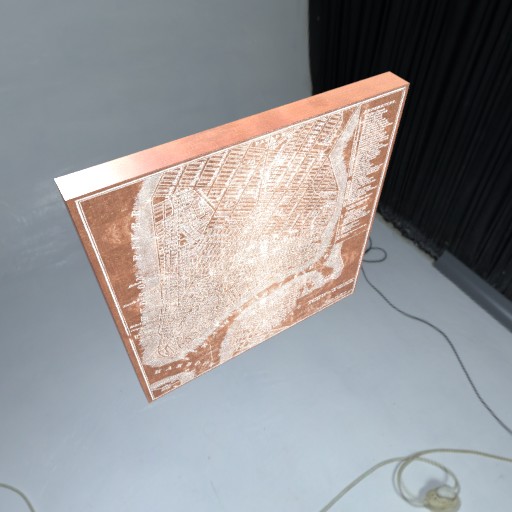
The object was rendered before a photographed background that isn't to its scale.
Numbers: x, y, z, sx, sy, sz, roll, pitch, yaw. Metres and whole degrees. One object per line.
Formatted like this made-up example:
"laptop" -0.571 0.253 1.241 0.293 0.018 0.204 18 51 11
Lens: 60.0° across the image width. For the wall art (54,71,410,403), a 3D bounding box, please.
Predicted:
"wall art" 0.000 0.000 0.607 0.403 0.403 0.035 -24 52 -21
